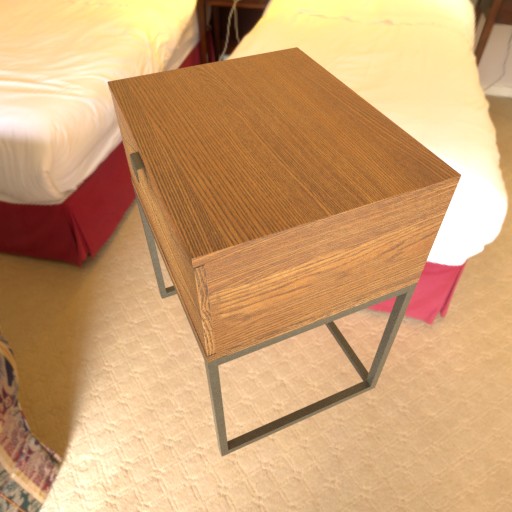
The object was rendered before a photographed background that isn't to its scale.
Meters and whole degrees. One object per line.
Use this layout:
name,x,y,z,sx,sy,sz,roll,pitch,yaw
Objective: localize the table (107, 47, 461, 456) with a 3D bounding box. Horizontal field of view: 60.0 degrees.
table,0.000,0.000,0.920,0.400,0.610,0.482,-18,49,-16
